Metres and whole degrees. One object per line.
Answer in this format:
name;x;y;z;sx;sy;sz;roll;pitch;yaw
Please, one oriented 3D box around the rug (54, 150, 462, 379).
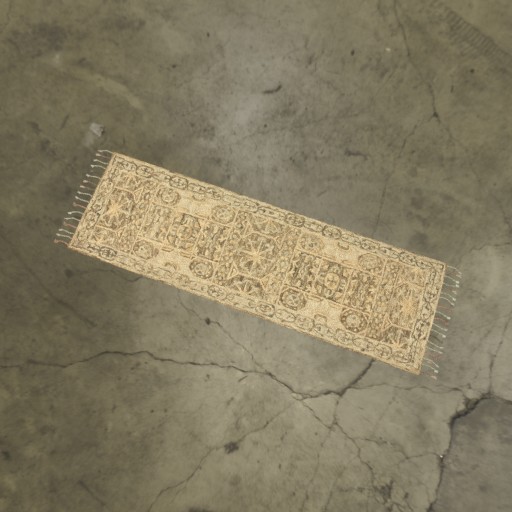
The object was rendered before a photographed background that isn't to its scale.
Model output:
rug;0.000;0.000;2.975;2.664;0.011;0.762;19;76;5
